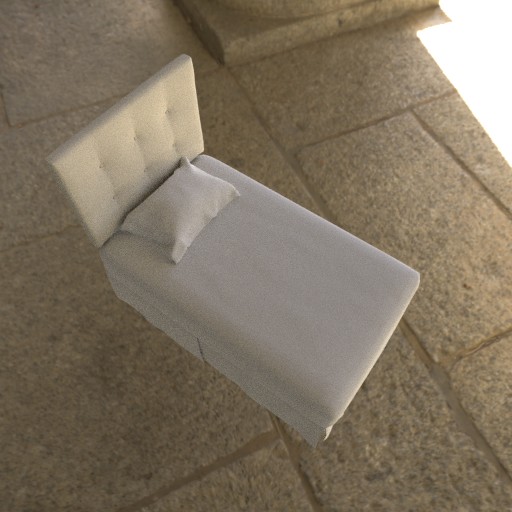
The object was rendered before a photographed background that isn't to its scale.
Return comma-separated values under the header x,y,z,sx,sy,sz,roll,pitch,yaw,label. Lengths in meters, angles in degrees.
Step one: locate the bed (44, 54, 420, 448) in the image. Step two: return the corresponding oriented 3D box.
x,y,z,sx,sy,sz,roll,pitch,yaw,label
0.000,0.000,2.934,1.997,1.571,1.261,32,64,18,bed
